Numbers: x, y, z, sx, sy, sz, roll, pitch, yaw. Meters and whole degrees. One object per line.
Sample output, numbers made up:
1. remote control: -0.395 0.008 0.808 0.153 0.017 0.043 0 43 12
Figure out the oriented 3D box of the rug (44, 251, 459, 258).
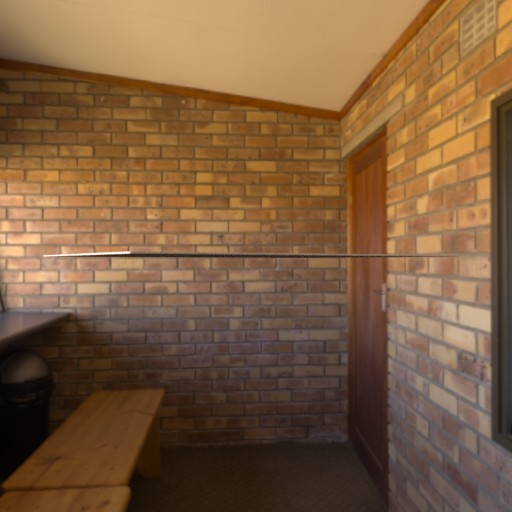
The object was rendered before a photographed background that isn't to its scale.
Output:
1. rug: 0.000 0.000 2.341 1.828 0.007 1.220 0 -1 -37
